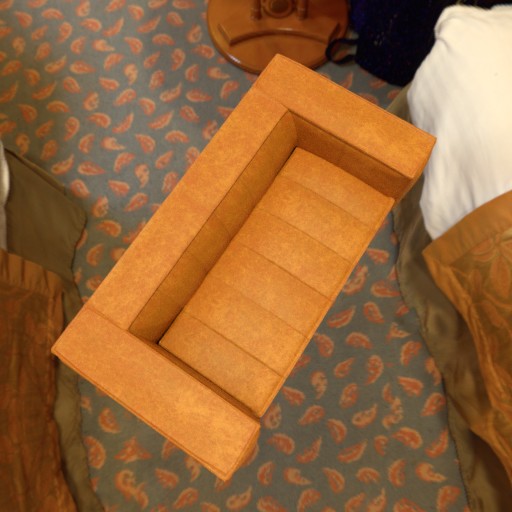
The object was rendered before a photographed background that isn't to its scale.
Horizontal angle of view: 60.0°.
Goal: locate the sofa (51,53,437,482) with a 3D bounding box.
[{"bbox_3d":[0.000,0.000,2.594,1.102,0.703,2.088,32,77,8],"label":"sofa"}]
